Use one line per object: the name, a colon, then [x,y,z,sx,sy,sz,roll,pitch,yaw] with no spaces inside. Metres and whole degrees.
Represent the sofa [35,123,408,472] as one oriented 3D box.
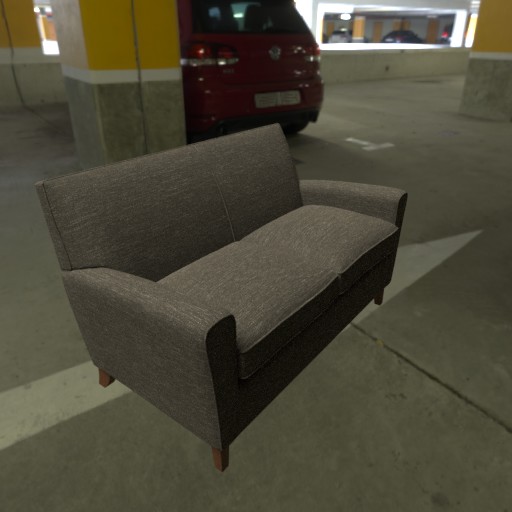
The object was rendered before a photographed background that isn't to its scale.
sofa: [0.000,0.000,2.017,0.867,0.905,1.509,19,32,33]
